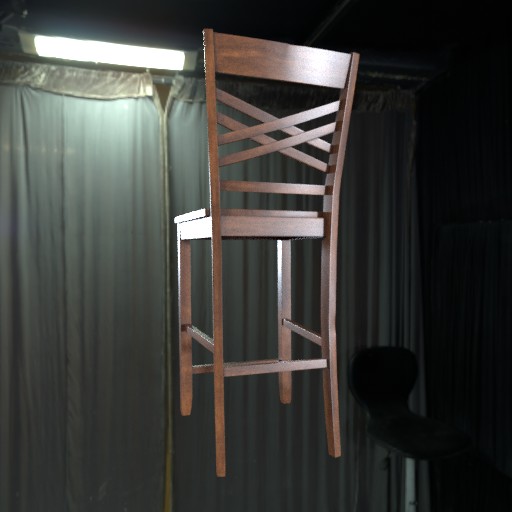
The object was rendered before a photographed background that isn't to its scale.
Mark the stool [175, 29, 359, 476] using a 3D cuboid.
[{"bbox_3d":[0.000,0.000,1.356,0.426,1.098,0.504,0,1,-19],"label":"stool"}]
